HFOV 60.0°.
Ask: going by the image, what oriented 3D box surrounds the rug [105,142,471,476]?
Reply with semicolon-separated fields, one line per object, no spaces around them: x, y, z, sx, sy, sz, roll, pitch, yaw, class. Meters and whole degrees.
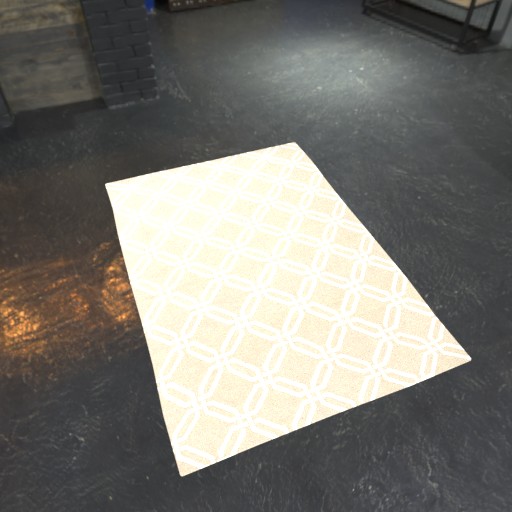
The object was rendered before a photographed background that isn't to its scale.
0.000;0.000;2.719;1.524;0.013;2.135;-16;49;-14;rug
